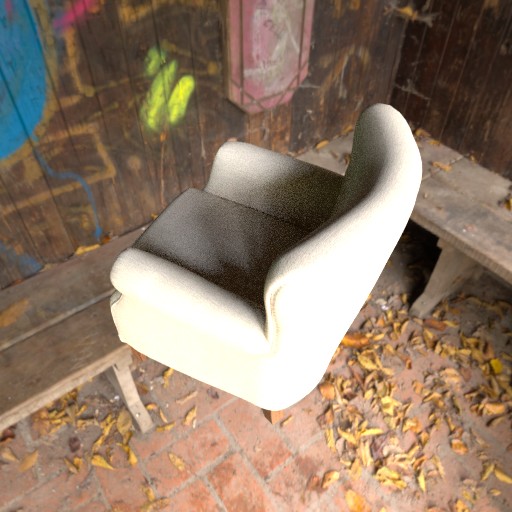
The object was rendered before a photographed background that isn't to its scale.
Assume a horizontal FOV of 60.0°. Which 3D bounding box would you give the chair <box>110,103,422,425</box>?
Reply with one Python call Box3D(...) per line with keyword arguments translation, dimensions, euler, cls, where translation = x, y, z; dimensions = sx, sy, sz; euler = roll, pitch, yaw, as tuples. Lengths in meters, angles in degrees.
Box3D(translation=(0.000, 0.000, 1.588), dimensions=(0.921, 0.936, 0.861), euler=(18, 48, 17), cls="chair")
